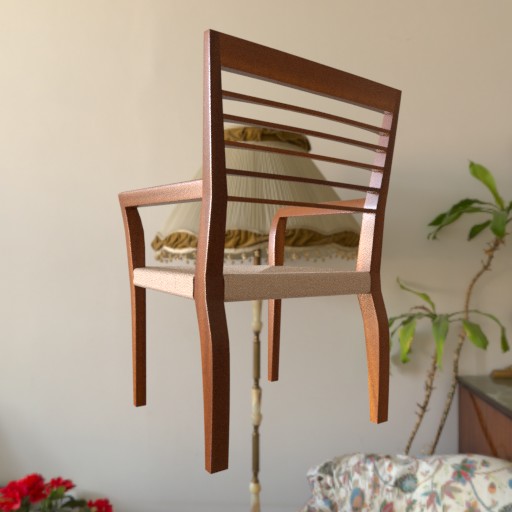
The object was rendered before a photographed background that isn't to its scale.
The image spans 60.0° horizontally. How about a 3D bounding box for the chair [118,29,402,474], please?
[{"bbox_3d":[0.000,0.000,1.196,0.587,0.855,0.540,0,-1,-34],"label":"chair"}]
